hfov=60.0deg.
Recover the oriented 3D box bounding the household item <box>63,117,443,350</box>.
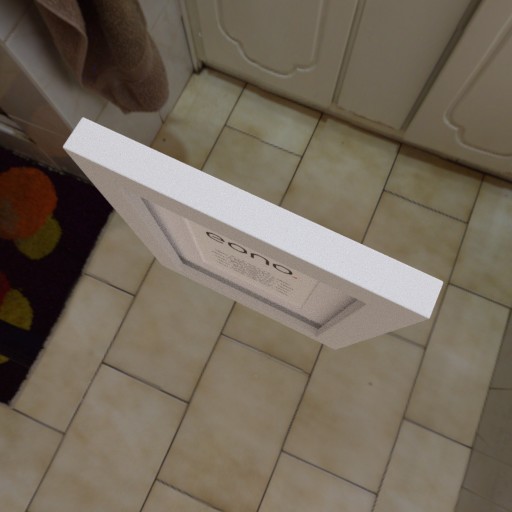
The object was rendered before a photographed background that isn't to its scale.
[{"bbox_3d":[0.000,0.000,0.341,0.200,0.250,0.045,25,76,7],"label":"household item"}]
